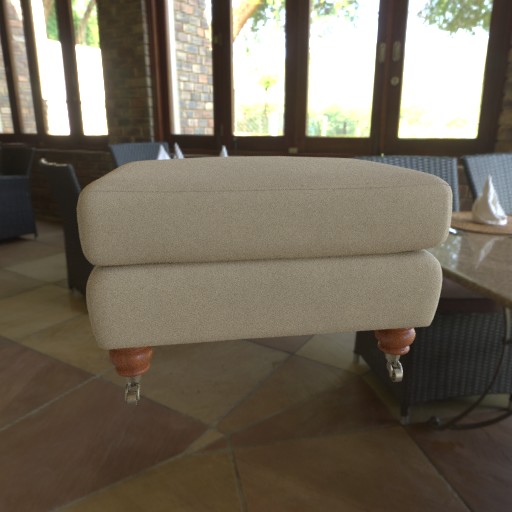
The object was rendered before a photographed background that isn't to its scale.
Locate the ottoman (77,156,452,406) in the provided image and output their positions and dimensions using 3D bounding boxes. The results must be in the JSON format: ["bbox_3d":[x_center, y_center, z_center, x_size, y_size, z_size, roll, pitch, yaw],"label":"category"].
[{"bbox_3d":[0.000,0.000,1.168,0.773,0.504,0.569,-3,16,-9],"label":"ottoman"}]
